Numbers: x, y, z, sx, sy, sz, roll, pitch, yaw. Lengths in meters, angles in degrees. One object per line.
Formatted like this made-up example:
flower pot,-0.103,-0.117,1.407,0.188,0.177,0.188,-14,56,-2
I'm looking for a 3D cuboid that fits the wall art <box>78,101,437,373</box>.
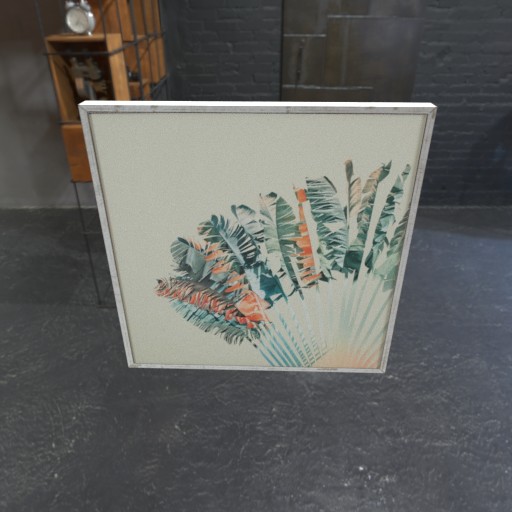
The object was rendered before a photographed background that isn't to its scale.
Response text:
wall art,0.000,0.000,0.765,0.508,0.506,0.029,1,30,2
